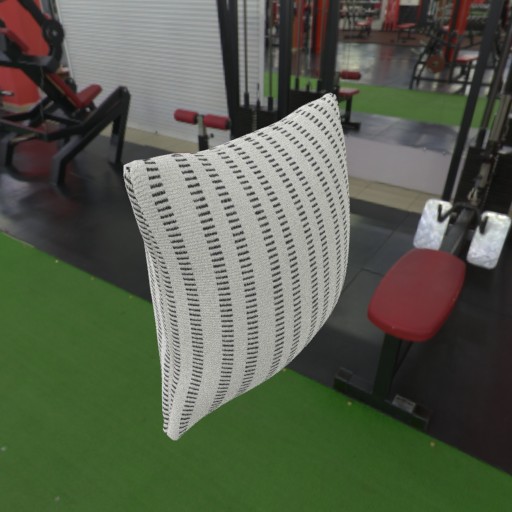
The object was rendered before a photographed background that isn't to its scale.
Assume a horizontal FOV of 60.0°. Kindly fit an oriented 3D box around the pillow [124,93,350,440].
[{"bbox_3d":[0.000,0.000,0.689,0.247,0.419,0.438,21,37,30],"label":"pillow"}]
